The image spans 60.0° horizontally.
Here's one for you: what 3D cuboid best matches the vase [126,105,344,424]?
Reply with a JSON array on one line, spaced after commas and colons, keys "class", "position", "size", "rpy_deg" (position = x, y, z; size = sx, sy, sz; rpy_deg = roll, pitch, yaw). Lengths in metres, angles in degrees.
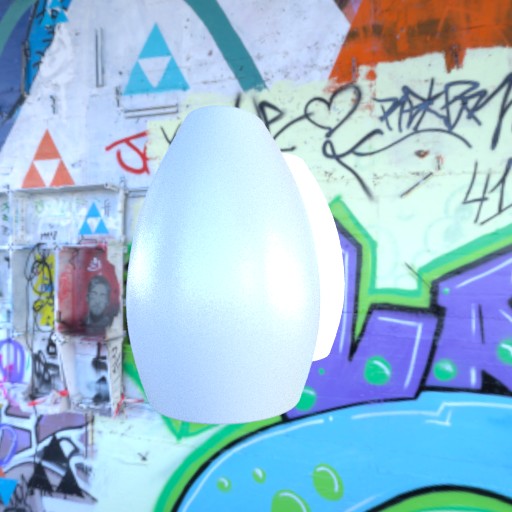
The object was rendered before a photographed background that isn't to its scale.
[{"class": "vase", "position": [0.000, 0.000, 0.255], "size": [0.089, 0.131, 0.187], "rpy_deg": [0, 1, 17]}]
